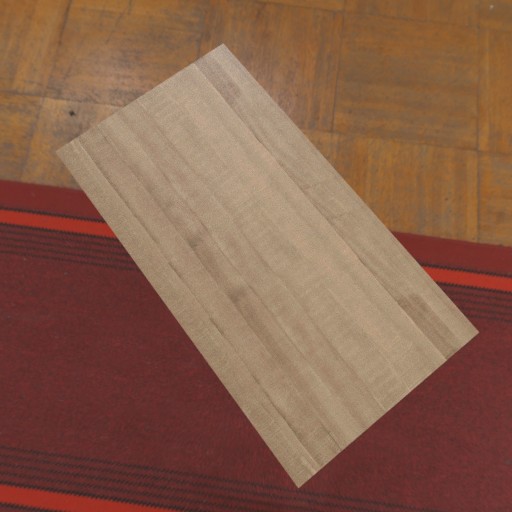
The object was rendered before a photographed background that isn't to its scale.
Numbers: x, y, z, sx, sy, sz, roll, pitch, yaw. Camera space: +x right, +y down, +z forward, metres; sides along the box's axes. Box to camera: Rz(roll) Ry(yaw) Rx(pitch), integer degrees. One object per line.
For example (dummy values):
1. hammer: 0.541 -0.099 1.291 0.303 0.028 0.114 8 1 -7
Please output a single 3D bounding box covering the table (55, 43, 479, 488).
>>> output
1. table: 0.000 0.000 1.345 0.574 0.393 1.062 -37 78 -9
